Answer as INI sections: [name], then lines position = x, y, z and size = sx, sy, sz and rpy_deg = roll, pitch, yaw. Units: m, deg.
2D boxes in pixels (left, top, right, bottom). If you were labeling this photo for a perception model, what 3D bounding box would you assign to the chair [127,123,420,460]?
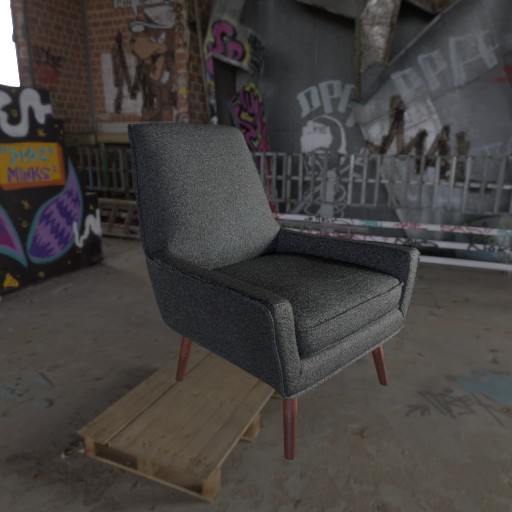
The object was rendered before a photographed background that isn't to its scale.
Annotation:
[chair]
position = 0.000, 0.000, 1.510
size = 0.859, 0.883, 0.763
rpy_deg = 14, 20, 42
